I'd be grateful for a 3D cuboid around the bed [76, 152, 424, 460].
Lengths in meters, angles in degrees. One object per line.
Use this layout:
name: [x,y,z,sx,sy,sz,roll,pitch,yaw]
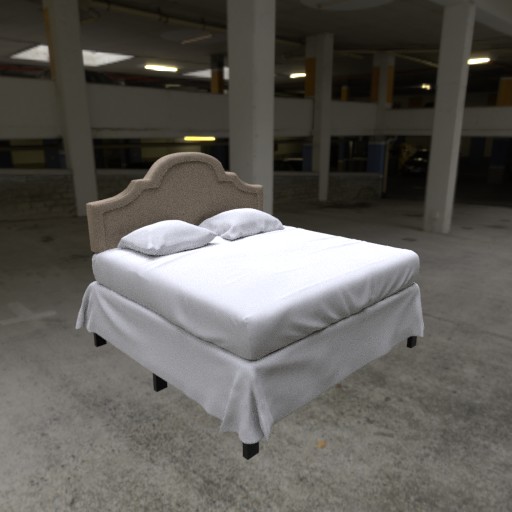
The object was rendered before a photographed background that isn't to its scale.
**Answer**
bed: [0.000,0.000,3.702,2.303,1.631,2.222,-15,21,-42]
